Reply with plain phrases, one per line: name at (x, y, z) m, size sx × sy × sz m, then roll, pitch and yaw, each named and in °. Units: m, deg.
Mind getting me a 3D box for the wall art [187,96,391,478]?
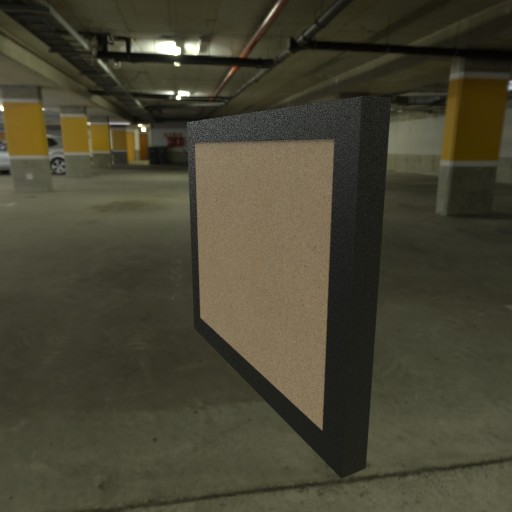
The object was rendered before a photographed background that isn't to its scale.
wall art at (0.000, 0.000, 0.525) m, size 0.028 × 0.321 × 0.381 m, roll -7°, pitch 15°, yaw -27°
